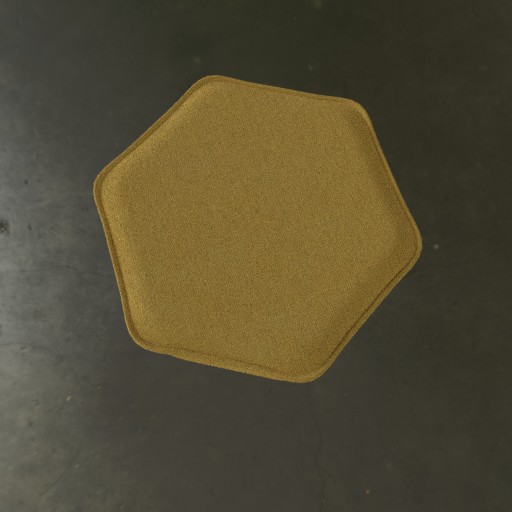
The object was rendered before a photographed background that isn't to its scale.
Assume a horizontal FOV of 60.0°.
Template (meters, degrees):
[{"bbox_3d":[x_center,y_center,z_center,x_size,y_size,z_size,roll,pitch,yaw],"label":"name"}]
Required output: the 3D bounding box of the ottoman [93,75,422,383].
[{"bbox_3d":[0.000,0.000,0.873,0.443,0.502,0.494,-18,76,-4],"label":"ottoman"}]
